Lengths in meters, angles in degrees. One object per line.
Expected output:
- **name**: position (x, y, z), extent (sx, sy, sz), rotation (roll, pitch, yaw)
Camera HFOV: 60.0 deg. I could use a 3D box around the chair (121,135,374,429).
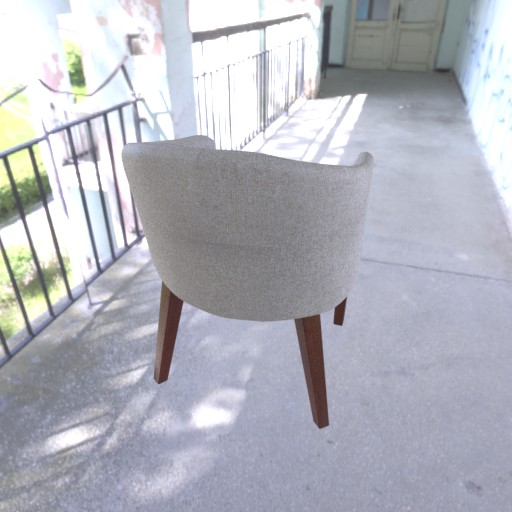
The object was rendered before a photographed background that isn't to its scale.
- **chair**: position (0.000, 0.000, 1.269), extent (0.583, 0.811, 0.655), rotation (10, 33, 16)
